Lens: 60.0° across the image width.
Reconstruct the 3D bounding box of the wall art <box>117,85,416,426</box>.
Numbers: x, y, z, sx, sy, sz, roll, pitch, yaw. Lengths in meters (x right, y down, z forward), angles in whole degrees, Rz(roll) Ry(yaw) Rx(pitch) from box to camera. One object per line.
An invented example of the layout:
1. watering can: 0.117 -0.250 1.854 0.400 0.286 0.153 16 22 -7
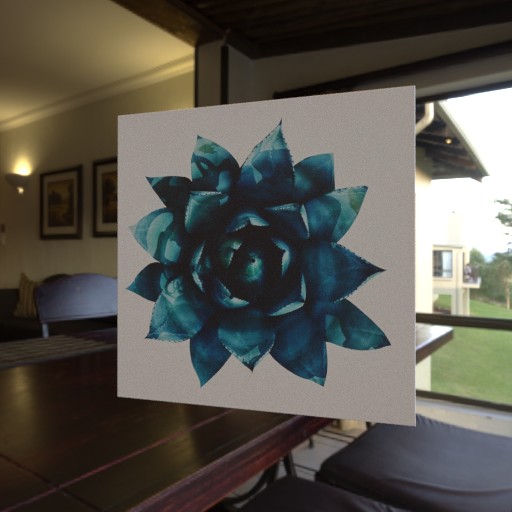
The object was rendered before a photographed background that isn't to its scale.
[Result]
1. wall art: 0.000 0.000 0.603 0.406 0.406 0.038 0 0 16
